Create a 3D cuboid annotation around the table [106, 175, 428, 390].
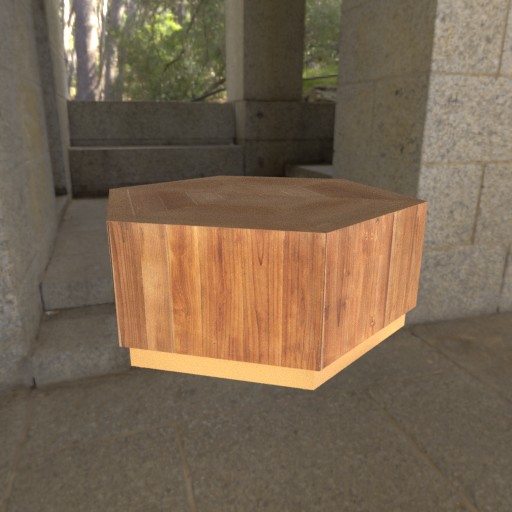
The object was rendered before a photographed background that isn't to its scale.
[{"bbox_3d":[0.000,0.000,1.641,1.000,0.456,1.154,16,23,41],"label":"table"}]
